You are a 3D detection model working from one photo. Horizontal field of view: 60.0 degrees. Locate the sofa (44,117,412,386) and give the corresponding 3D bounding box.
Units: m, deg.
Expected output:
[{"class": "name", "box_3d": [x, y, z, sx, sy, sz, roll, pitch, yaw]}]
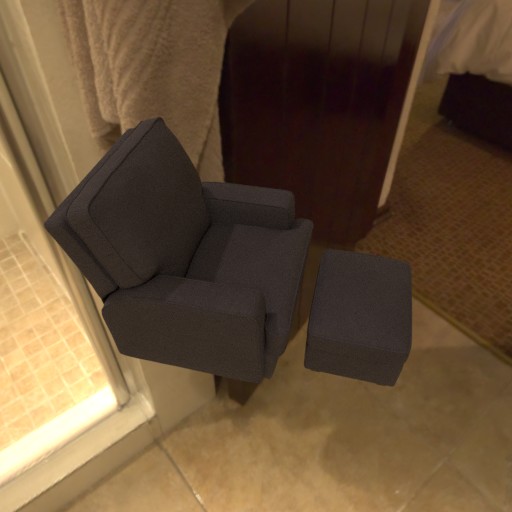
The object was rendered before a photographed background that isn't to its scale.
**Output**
[{"class": "sofa", "box_3d": [0.000, 0.000, 2.048, 1.472, 0.959, 0.861, 10, 46, 10]}]
